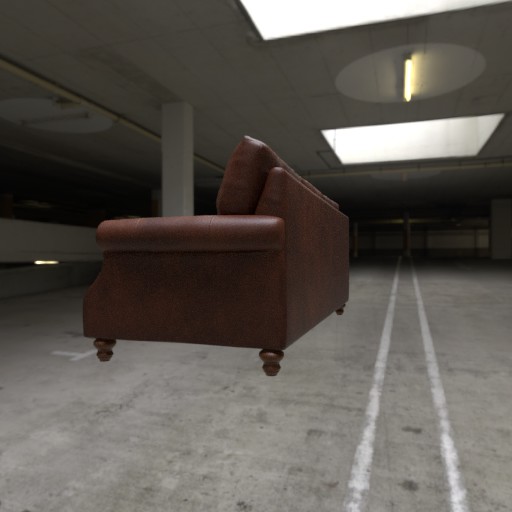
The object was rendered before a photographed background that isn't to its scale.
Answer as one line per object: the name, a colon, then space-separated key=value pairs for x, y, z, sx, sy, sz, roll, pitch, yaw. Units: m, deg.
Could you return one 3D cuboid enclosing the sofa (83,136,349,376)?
sofa: x=0.000 y=0.000 z=2.904 sx=0.973 sy=0.977 sz=2.351 roll=0 pitch=0 yaw=18
